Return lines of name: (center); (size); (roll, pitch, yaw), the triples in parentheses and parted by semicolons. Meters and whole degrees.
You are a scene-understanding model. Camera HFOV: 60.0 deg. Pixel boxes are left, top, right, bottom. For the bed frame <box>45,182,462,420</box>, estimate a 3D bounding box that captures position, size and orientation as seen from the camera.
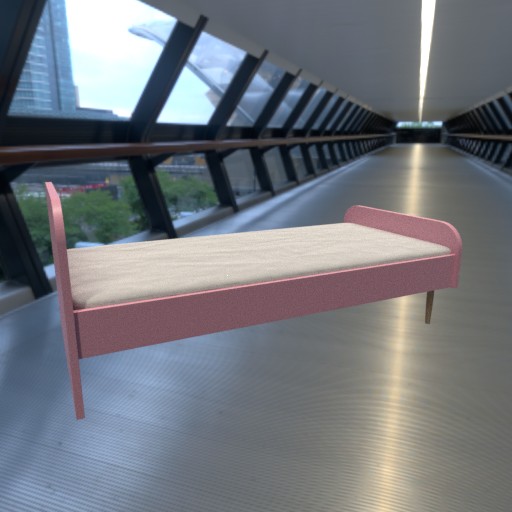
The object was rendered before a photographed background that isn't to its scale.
bed frame: (0.000, 0.000, 2.390); (1.963, 0.805, 0.998); (-7, 16, -25)
